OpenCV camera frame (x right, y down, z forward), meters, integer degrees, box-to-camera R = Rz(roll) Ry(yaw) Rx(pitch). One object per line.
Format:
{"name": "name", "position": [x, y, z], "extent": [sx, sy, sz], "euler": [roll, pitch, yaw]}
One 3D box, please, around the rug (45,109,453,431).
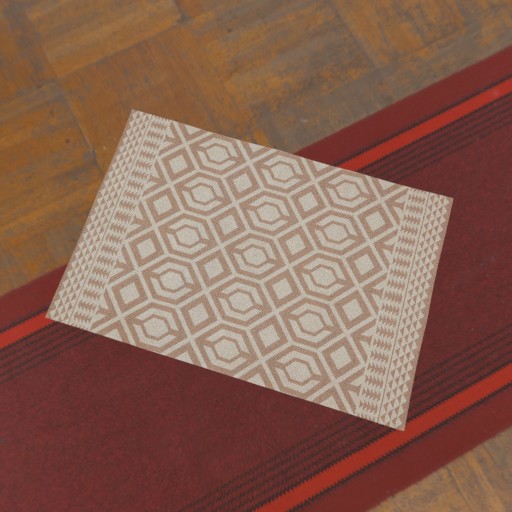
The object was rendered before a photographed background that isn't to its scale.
{"name": "rug", "position": [0.000, 0.000, 2.291], "extent": [1.829, 0.008, 1.219], "euler": [16, 77, 4]}
